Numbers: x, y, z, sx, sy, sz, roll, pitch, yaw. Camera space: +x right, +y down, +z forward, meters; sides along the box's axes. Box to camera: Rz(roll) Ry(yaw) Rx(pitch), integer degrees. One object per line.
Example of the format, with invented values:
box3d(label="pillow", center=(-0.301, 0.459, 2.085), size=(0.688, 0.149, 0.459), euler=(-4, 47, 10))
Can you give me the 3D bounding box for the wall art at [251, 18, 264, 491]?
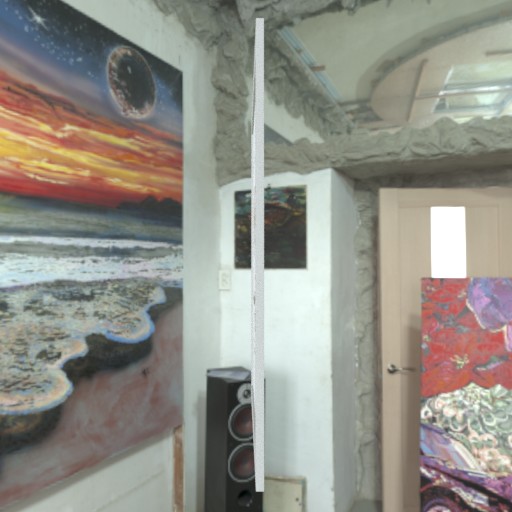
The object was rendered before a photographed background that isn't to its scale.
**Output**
box3d(label="wall art", center=(0.000, 0.000, 0.842), size=(0.011, 0.659, 0.454), euler=(0, -2, -1))
